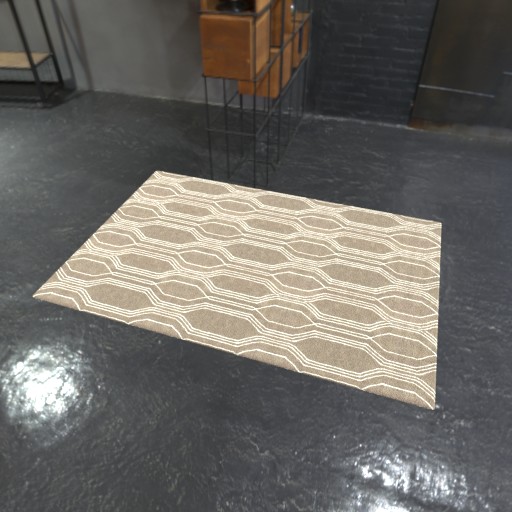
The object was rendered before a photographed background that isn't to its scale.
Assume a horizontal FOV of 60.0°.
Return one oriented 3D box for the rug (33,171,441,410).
[{"bbox_3d":[0.000,0.000,2.330,1.836,0.012,1.239,12,43,14],"label":"rug"}]
